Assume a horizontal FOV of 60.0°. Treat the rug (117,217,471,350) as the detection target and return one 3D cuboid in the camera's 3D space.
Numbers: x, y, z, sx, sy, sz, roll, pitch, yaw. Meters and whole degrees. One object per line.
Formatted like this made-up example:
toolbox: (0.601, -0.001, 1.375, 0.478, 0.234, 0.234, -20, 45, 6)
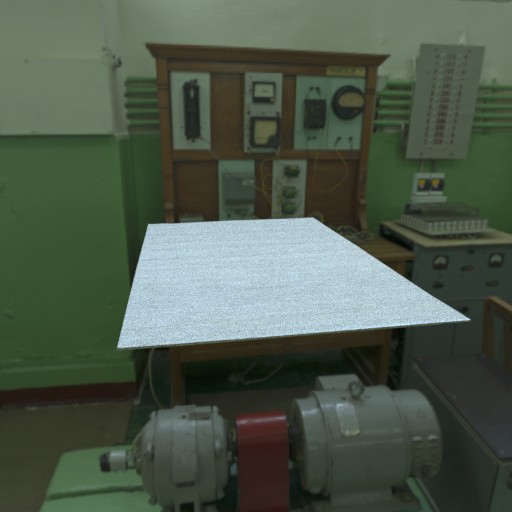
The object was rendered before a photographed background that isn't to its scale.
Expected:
rug: (0.000, 0.000, 2.280, 1.179, 0.022, 1.820, -3, 16, -10)
